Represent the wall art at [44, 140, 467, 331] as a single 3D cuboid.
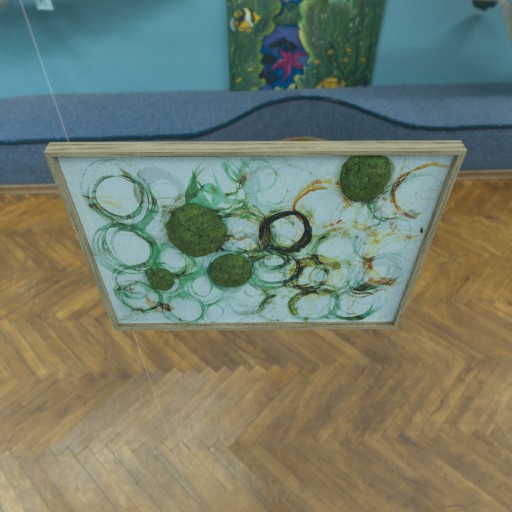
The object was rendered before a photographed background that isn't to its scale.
[{"bbox_3d":[0.000,0.000,1.103,0.841,0.609,0.063,0,46,0],"label":"wall art"}]
